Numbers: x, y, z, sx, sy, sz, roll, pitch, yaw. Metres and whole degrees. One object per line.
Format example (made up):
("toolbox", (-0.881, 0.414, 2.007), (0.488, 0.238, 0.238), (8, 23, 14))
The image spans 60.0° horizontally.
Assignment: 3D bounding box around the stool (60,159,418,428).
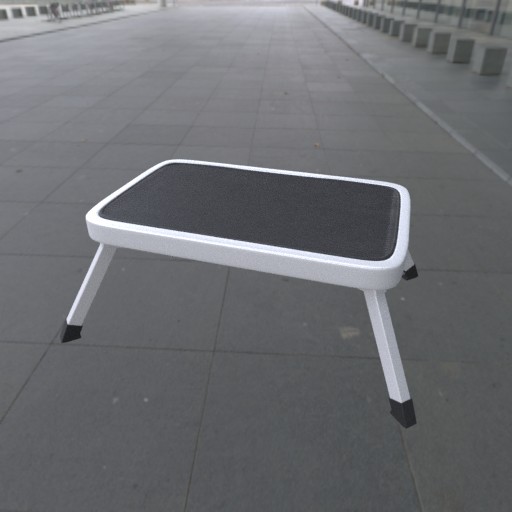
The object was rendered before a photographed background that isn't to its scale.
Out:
("stool", (0.000, 0.000, 0.618), (0.460, 0.170, 0.320), (9, 33, 15))
